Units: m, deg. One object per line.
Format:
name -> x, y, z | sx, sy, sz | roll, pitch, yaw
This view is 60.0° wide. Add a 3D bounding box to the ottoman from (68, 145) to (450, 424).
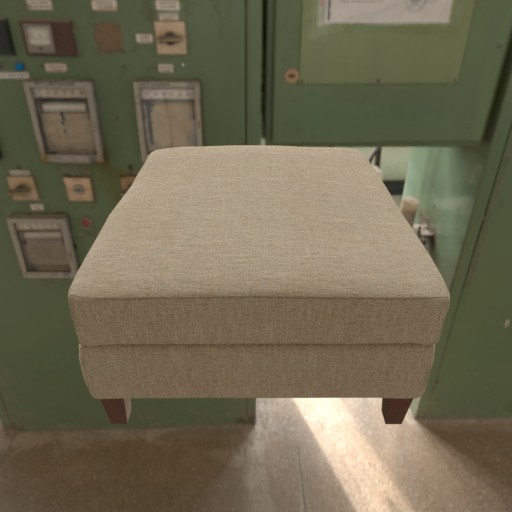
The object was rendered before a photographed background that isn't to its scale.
ottoman -> 0.000, 0.000, 1.420 | 0.836, 0.492, 0.976 | 0, 32, 0
